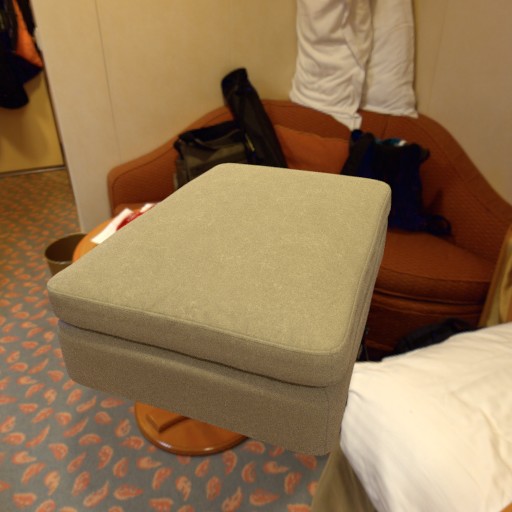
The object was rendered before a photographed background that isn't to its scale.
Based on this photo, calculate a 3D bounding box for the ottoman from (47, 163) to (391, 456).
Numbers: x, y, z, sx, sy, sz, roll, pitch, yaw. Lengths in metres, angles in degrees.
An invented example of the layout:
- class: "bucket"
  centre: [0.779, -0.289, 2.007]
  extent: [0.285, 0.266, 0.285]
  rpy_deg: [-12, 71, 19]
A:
- class: "ottoman"
  centre: [0.000, 0.000, 1.612]
  extent: [0.840, 0.429, 1.199]
  rpy_deg: [10, 31, 18]
